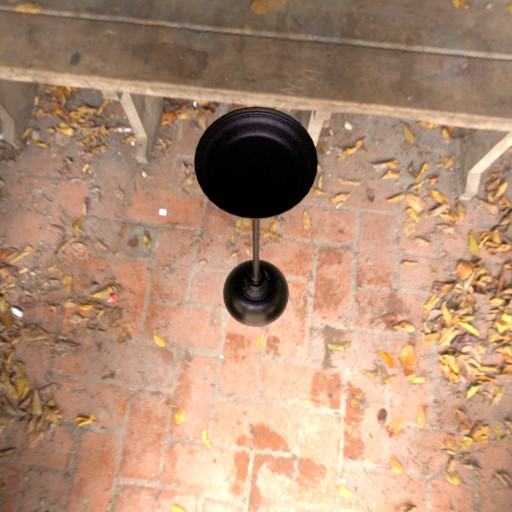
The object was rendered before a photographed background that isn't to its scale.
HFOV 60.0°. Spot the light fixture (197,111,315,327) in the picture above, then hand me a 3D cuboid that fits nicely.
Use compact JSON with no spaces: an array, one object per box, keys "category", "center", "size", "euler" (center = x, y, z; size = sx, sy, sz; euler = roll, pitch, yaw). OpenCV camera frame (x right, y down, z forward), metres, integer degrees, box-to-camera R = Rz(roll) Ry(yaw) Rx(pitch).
[{"category":"light fixture","center":[0.000,0.000,0.856],"size":[0.182,0.768,0.182],"euler":[-21,75,-6]}]
